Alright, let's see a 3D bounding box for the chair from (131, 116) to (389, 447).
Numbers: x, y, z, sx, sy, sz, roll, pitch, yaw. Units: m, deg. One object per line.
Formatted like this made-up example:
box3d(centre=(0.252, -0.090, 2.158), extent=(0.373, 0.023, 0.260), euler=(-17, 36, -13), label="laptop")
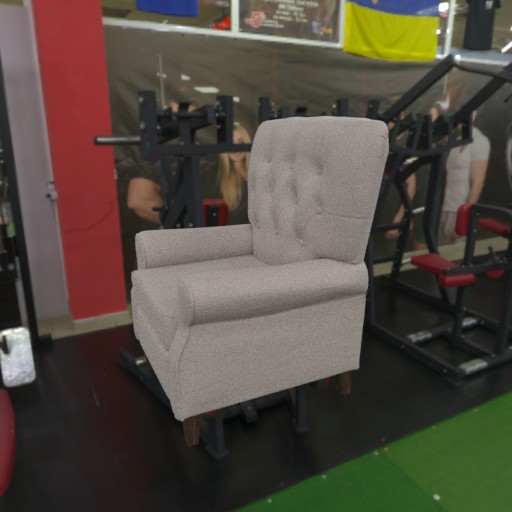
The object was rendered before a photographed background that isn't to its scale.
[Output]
box3d(centre=(0.000, 0.000, 2.002), extent=(1.025, 1.209, 0.942), euler=(-8, 18, -25), label="chair")
